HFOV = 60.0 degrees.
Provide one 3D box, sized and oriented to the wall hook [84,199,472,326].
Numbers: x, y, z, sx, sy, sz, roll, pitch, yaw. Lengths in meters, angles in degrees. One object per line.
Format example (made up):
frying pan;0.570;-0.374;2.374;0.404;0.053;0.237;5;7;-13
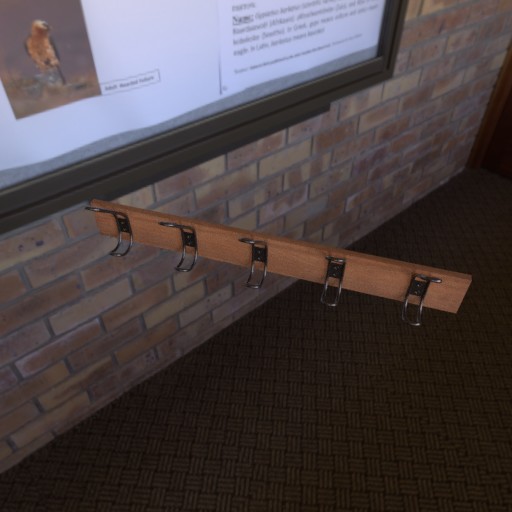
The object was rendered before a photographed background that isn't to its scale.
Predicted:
wall hook;0.000;0.000;0.609;0.554;0.116;0.076;12;44;13
